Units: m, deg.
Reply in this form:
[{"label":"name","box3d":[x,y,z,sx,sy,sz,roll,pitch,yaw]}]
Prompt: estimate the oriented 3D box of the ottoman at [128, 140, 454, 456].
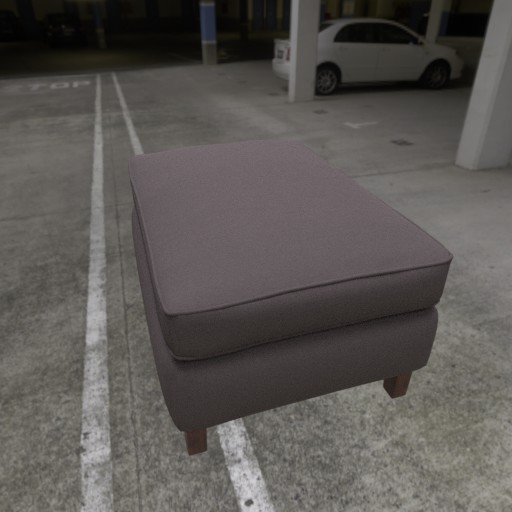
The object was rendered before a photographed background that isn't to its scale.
[{"label":"ottoman","box3d":[0.000,0.000,0.980,0.508,0.406,0.686,-9,32,-15]}]
